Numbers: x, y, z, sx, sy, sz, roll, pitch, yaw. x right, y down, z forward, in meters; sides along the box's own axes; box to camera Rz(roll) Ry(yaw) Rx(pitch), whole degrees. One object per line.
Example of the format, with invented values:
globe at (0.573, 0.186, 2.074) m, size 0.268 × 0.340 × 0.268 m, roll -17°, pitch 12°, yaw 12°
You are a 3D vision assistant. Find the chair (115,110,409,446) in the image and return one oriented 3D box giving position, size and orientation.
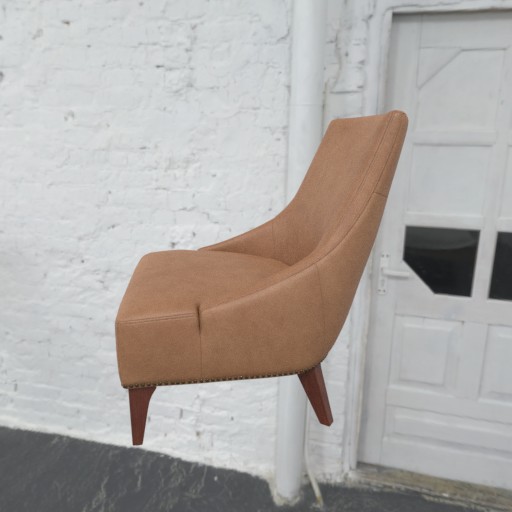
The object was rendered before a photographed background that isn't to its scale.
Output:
chair at (0.000, 0.000, 1.486) m, size 0.861 × 0.909 × 0.701 m, roll -2°, pitch 15°, yaw -8°
